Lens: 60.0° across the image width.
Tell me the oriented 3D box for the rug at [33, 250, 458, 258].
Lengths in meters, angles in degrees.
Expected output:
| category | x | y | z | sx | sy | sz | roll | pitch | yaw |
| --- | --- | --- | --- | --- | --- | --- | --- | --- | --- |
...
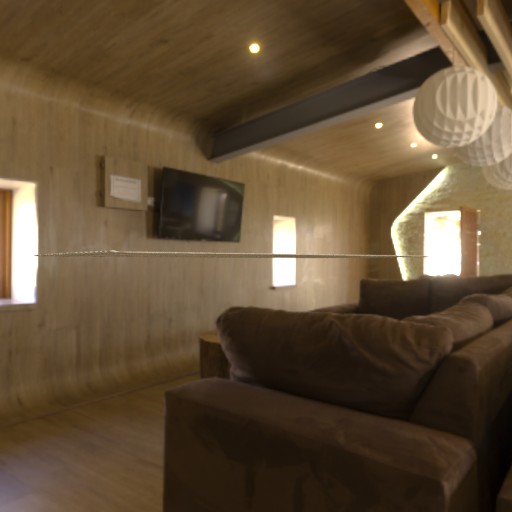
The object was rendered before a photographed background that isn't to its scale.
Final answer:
| category | x | y | z | sx | sy | sz | roll | pitch | yaw |
| --- | --- | --- | --- | --- | --- | --- | --- | --- | --- |
| rug | 0.000 | 0.000 | 2.479 | 2.084 | 0.009 | 1.222 | 1 | -1 | -36 |
